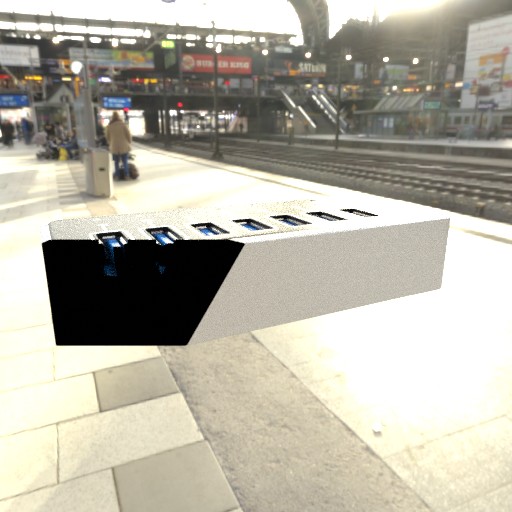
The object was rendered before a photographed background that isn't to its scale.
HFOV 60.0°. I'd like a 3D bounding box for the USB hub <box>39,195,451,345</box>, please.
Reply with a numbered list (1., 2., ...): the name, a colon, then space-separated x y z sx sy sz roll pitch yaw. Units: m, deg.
1. USB hub: 0.000 0.000 0.128 0.110 0.023 0.044 -8 18 -25
